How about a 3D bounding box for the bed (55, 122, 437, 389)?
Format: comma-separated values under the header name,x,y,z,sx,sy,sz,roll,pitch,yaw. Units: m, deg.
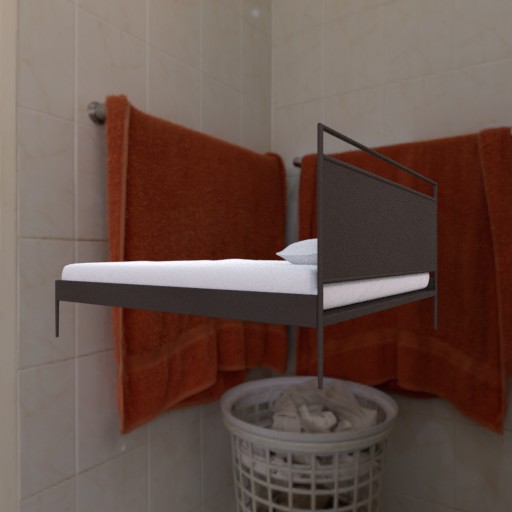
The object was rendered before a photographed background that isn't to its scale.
name,x,y,z,sx,sy,sz,roll,pitch,yaw
bed,0.000,0.000,3.378,2.151,1.173,1.993,0,0,36
